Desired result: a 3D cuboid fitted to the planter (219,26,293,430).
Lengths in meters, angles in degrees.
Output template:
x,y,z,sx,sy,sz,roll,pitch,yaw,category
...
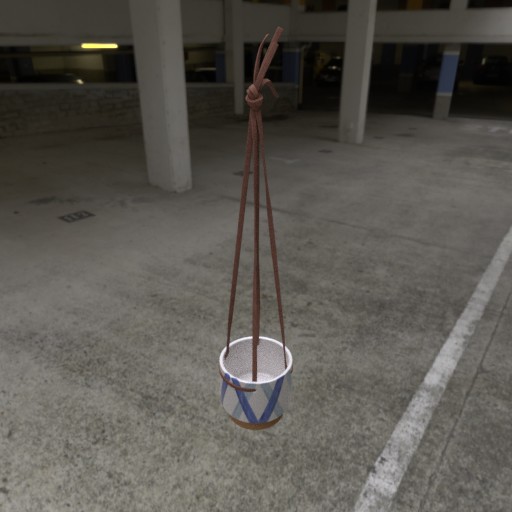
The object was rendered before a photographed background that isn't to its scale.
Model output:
x,y,z,sx,sy,sz,roll,pitch,yaw,category
0.000,0.000,0.818,0.153,0.753,0.157,17,31,31,planter
